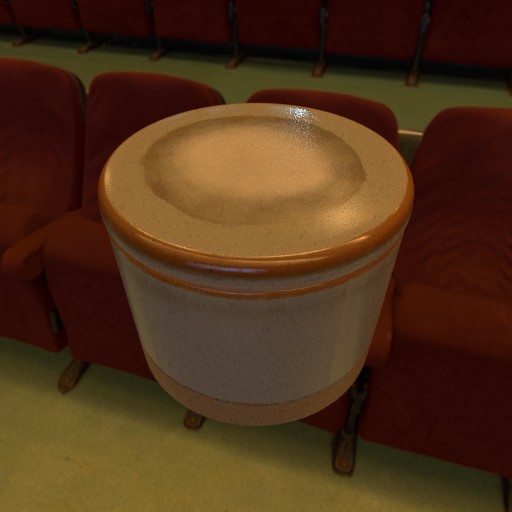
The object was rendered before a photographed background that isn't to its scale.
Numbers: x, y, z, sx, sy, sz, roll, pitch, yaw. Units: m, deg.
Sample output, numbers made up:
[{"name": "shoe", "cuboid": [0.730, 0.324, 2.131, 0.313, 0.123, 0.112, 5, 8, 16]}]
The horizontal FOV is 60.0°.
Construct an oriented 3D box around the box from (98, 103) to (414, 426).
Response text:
[{"name": "box", "cuboid": [0.000, 0.000, 0.207, 0.123, 0.100, 0.123, 0, 41, 0]}]
